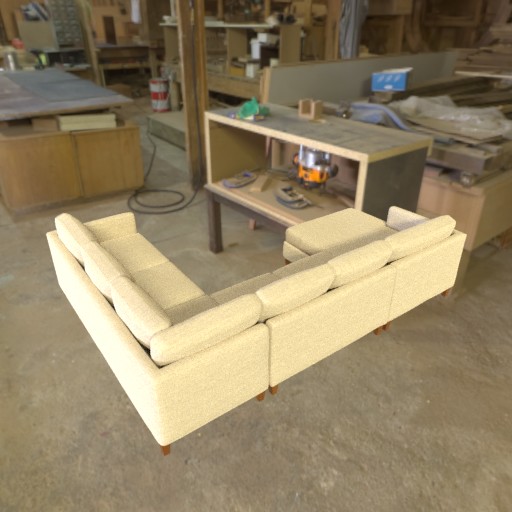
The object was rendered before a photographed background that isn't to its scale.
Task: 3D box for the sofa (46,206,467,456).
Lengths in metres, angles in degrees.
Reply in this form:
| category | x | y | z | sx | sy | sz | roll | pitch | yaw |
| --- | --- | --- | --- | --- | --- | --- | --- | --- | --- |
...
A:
| category | x | y | z | sx | sy | sz | roll | pitch | yaw |
| --- | --- | --- | --- | --- | --- | --- | --- | --- | --- |
| sofa | 0.000 | 0.000 | 4.603 | 3.460 | 0.961 | 2.594 | -20 | 35 | -31 |
